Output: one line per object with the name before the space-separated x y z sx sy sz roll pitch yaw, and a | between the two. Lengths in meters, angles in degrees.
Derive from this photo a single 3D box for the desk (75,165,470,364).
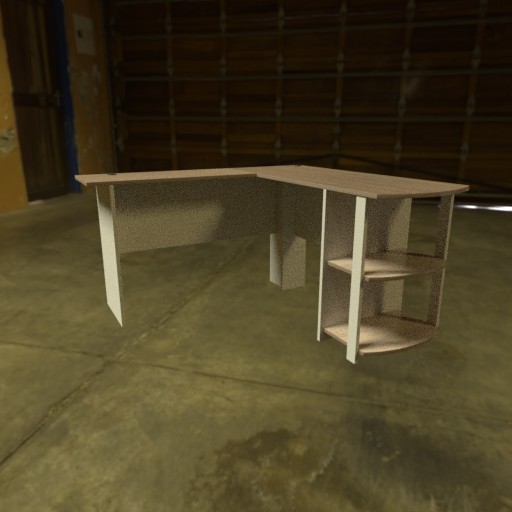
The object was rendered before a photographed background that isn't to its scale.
desk | 0.000 0.000 2.097 1.361 0.716 1.303 -9 18 -28
